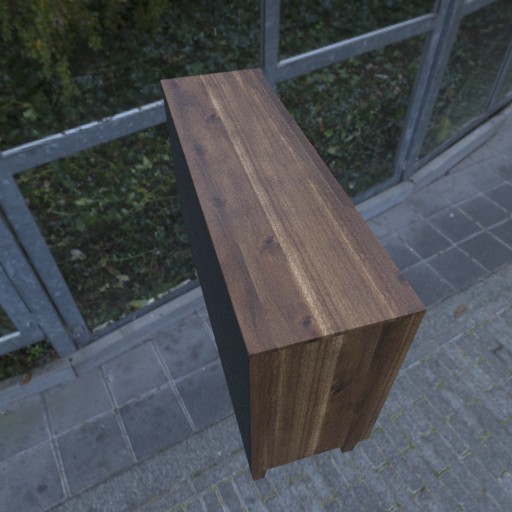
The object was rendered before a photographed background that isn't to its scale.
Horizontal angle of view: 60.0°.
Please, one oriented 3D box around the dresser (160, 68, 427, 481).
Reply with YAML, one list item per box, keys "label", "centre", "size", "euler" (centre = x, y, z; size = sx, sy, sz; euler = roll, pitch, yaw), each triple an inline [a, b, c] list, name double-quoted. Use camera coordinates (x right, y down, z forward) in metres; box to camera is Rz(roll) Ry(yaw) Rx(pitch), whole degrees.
- label: "dresser"
  centre: [0.000, 0.000, 1.774]
  size: [0.438, 0.892, 1.387]
  euler: [-12, 47, -11]
